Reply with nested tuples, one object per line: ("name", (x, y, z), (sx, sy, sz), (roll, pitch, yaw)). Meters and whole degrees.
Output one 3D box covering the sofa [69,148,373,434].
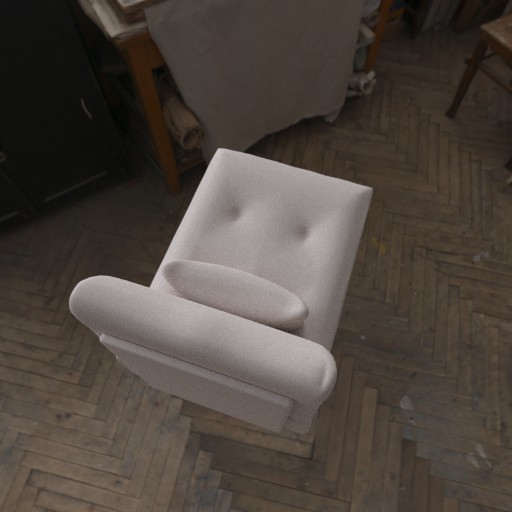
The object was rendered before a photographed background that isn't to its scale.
("sofa", (0.000, 0.000, 1.576), (0.700, 0.820, 1.000), (17, 64, 8))
